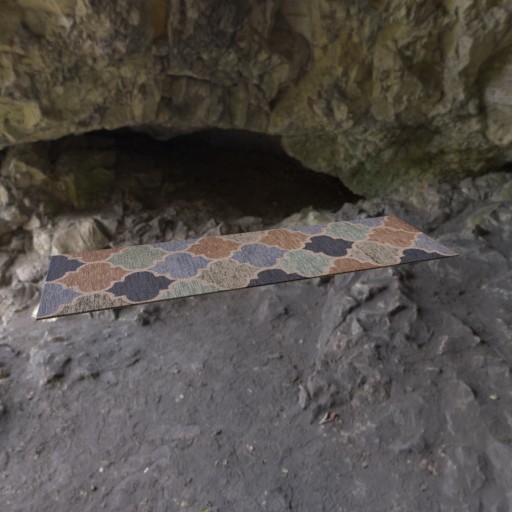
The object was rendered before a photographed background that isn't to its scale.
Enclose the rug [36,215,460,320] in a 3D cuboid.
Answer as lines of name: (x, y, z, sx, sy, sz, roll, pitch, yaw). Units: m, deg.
rug: (0.000, 0.000, 2.590, 2.287, 0.011, 0.687, -8, 27, -15)
